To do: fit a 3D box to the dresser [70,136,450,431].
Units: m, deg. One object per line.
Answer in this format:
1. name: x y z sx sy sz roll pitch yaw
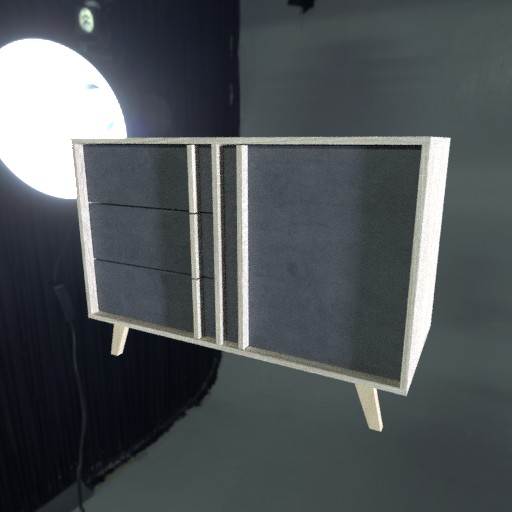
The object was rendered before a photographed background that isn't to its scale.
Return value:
1. dresser: 0.000 0.000 1.515 1.110 0.780 0.500 7 16 26
